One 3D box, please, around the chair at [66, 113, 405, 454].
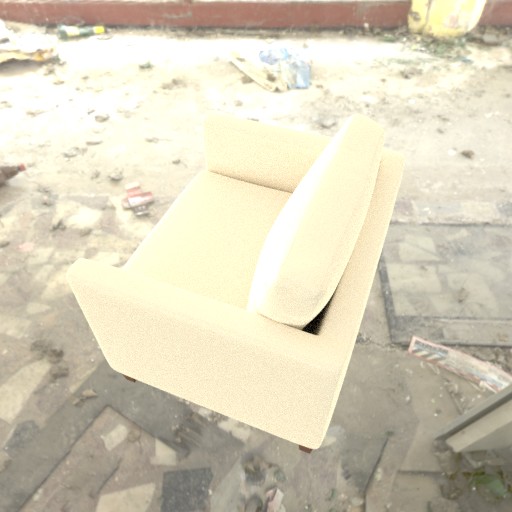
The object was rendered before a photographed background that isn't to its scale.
[{"bbox_3d":[0.000,0.000,1.691,0.878,0.885,1.019,17,50,14],"label":"chair"}]
